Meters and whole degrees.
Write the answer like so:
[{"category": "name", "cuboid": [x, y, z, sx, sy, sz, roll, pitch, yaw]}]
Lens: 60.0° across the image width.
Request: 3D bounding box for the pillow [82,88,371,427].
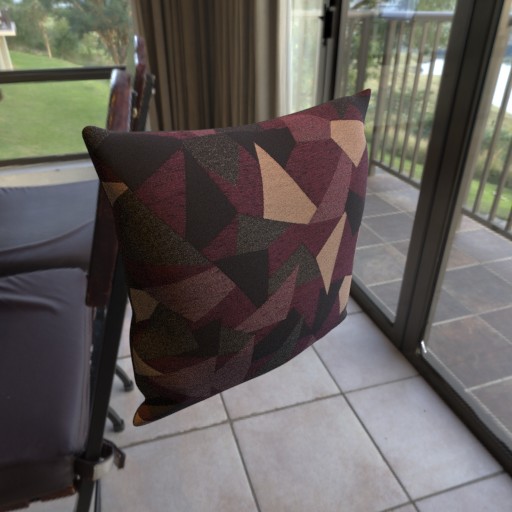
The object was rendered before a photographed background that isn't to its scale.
[{"category": "pillow", "cuboid": [0.000, 0.000, 0.742, 0.503, 0.496, 0.208, -20, 36, -31]}]
